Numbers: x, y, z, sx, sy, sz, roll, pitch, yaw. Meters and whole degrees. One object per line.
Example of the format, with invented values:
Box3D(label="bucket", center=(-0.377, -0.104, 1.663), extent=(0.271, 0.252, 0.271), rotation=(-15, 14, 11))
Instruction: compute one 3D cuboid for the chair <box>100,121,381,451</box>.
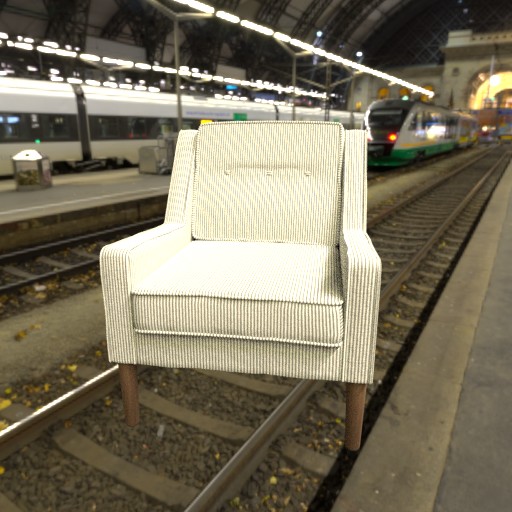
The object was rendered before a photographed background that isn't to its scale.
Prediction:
Box3D(label="chair", center=(0.000, 0.000, 1.339), extent=(0.663, 0.792, 0.743), rotation=(2, 16, 9))
